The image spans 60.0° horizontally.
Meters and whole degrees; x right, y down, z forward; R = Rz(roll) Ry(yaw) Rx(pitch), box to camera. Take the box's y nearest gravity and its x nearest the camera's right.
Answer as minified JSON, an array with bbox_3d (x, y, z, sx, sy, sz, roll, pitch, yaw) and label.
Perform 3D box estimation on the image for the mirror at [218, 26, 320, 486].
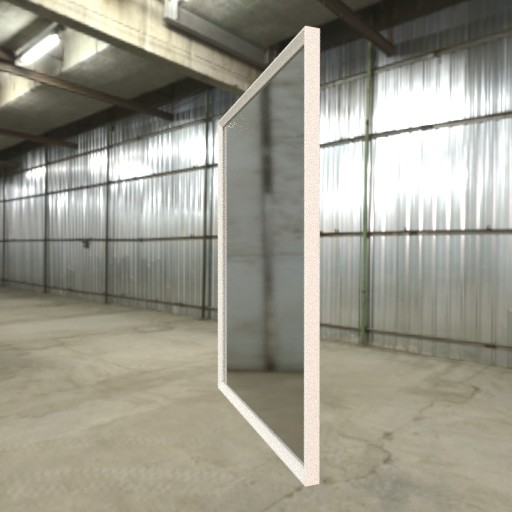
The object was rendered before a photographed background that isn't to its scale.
[{"bbox_3d":[0.000,0.000,1.342,0.041,1.016,0.762,0,0,-19],"label":"mirror"}]
